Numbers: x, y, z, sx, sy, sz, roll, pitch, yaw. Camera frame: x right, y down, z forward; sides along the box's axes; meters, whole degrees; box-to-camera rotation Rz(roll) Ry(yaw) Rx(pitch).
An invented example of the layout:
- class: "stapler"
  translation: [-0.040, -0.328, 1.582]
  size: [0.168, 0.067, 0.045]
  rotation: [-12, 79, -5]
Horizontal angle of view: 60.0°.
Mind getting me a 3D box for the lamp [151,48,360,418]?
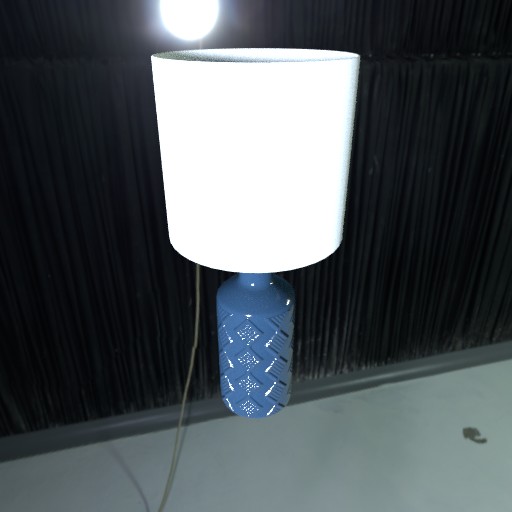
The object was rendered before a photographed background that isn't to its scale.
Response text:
- class: "lamp"
  translation: [0.000, 0.000, 0.555]
  size: [0.207, 0.461, 0.207]
  rotation: [-10, 29, -17]
